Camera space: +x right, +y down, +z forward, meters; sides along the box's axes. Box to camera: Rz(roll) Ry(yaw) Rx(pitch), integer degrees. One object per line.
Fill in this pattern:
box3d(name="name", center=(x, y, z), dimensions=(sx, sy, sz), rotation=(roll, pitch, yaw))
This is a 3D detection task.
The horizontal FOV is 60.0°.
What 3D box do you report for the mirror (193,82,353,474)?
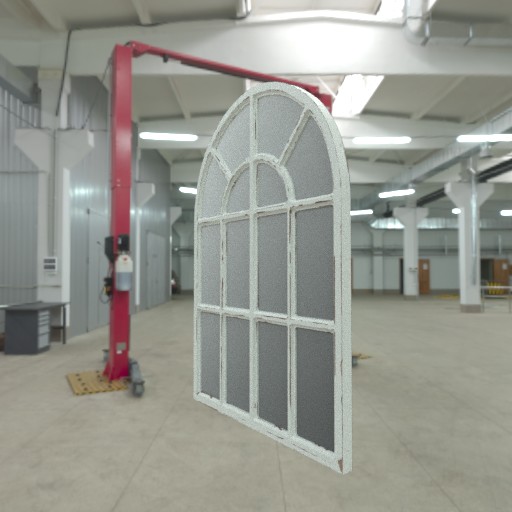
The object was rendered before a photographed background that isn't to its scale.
box3d(name="mirror", center=(0.000, 0.000, 1.206), dimensions=(0.032, 0.920, 0.660), rotation=(1, -2, -36))
